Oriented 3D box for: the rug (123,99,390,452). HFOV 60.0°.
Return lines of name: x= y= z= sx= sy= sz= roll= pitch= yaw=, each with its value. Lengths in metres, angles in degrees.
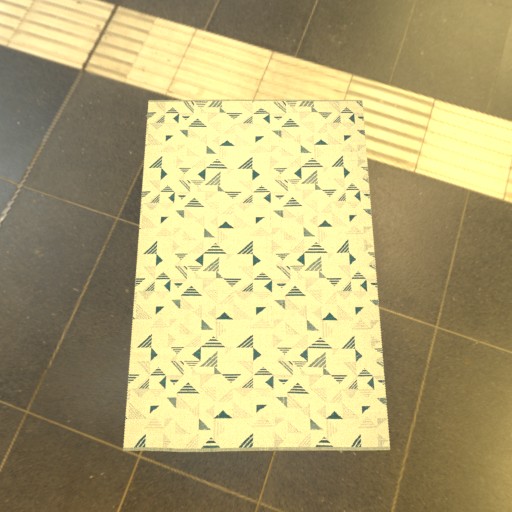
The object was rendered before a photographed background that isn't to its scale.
rug: x=0.000 y=0.000 z=2.249 sx=1.206 sy=0.003 sz=1.835 roll=0 pitch=74 yaw=0
